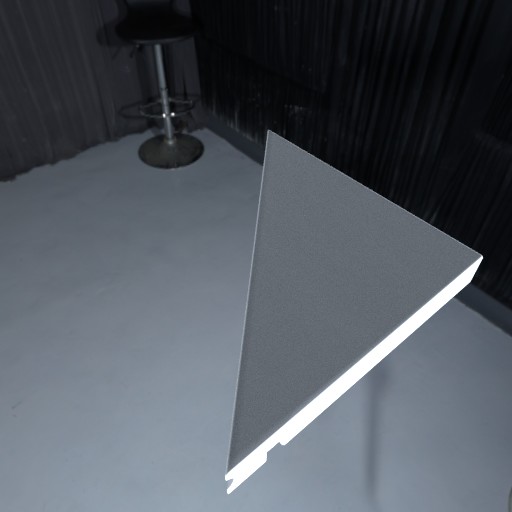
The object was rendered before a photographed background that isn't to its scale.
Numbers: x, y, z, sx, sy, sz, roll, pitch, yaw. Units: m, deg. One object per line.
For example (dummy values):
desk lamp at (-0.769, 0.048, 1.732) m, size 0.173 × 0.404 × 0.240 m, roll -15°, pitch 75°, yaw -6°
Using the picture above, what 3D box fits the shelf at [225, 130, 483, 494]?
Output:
shelf at (0.000, 0.000, 0.429) m, size 0.296 × 0.035 × 0.296 m, roll -31°, pitch 53°, yaw -27°
